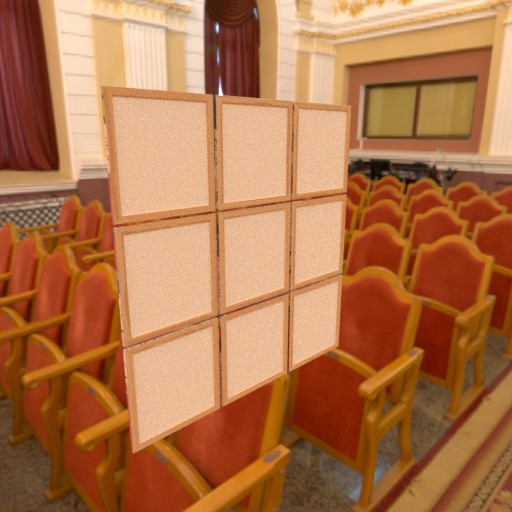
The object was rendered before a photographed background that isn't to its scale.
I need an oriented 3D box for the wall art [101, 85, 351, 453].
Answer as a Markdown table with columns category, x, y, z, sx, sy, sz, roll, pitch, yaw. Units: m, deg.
| category | x | y | z | sx | sy | sz | roll | pitch | yaw |
| --- | --- | --- | --- | --- | --- | --- | --- | --- | --- |
| wall art | 0.000 | 0.000 | 1.811 | 1.206 | 1.218 | 0.013 | -14 | 20 | -42 |
